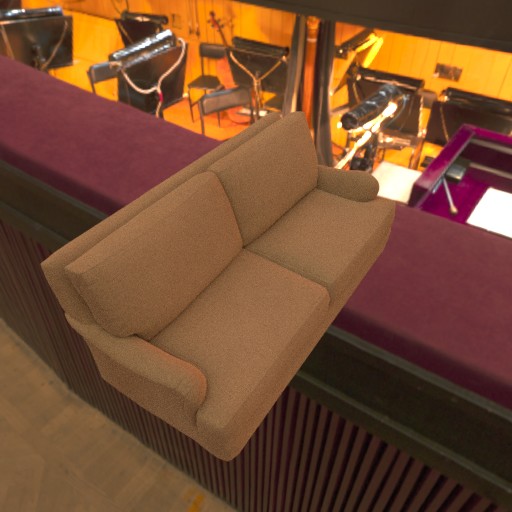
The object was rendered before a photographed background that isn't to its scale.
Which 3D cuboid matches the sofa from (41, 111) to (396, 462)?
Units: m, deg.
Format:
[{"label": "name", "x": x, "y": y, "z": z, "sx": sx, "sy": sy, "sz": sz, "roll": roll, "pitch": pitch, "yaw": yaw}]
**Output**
[{"label": "sofa", "x": 0.000, "y": 0.000, "z": 2.690, "sx": 1.091, "sy": 0.997, "sz": 2.070, "roll": 24, "pitch": 47, "yaw": 25}]
